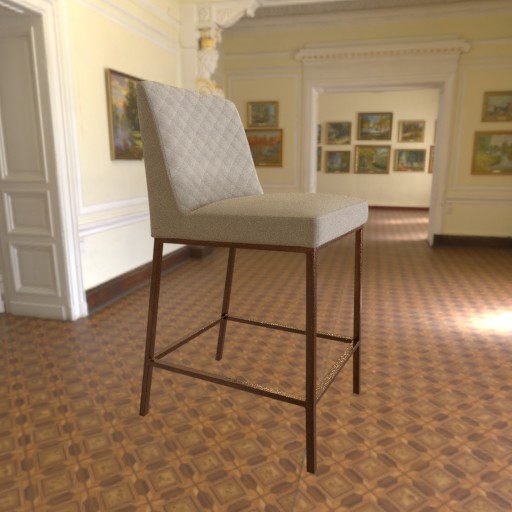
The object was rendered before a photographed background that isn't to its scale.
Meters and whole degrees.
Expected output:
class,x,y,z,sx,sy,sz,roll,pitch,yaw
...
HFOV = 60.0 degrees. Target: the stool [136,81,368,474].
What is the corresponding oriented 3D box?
class,x,y,z,sx,sy,sz,roll,pitch,yaw
stool,0.000,0.000,1.325,0.576,0.973,0.507,6,14,27
